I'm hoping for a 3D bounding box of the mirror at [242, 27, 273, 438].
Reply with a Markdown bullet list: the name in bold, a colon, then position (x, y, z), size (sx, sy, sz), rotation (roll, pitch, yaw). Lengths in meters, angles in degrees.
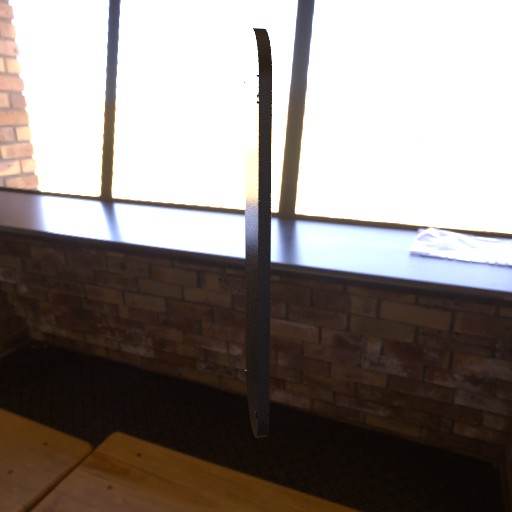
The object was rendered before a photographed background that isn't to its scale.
- **mirror**: position (0.000, 0.000, 1.071), size (0.032, 0.991, 0.222), rotation (-3, 18, -8)
